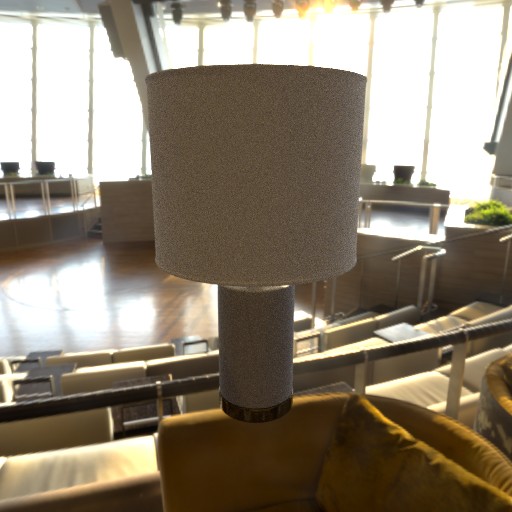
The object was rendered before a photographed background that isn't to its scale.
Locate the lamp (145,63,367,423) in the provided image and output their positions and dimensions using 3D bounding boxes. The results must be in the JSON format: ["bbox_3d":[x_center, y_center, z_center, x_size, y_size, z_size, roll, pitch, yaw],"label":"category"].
[{"bbox_3d":[0.000,0.000,0.516,0.229,0.380,0.229,0,14,0],"label":"lamp"}]
